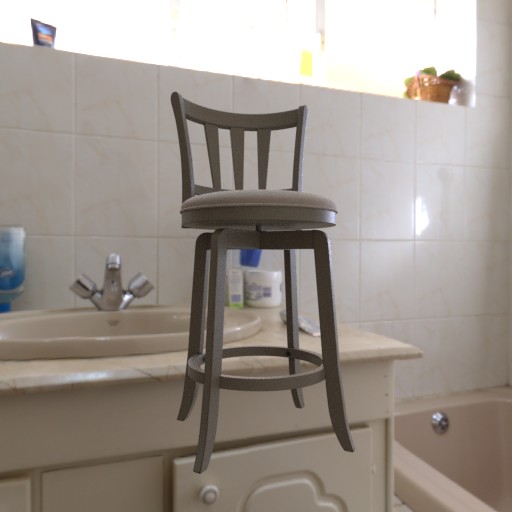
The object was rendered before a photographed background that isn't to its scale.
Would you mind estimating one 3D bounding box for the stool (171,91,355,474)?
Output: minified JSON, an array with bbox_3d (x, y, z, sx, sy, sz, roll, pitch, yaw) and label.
[{"bbox_3d":[0.000,0.000,1.264,0.450,0.994,0.486,0,0,-16],"label":"stool"}]
